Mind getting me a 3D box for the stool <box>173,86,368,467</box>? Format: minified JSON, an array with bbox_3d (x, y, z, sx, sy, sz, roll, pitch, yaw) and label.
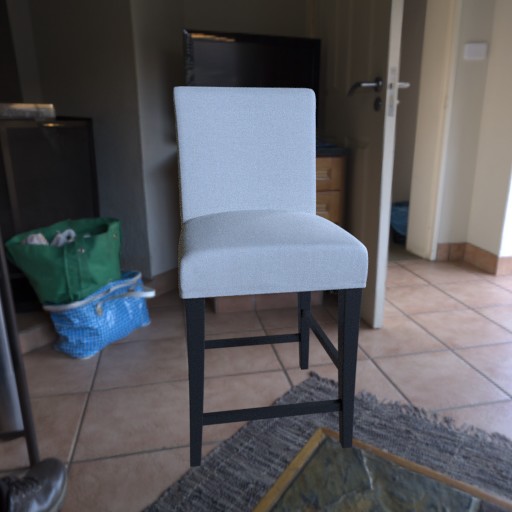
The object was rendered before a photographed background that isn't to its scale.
[{"bbox_3d":[0.000,0.000,1.314,0.452,0.976,0.597,-3,16,-9],"label":"stool"}]
